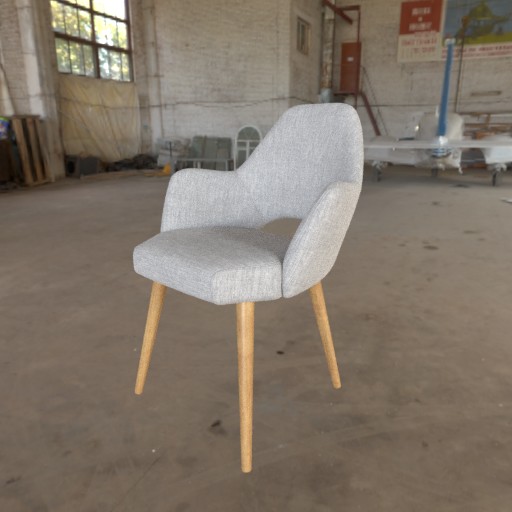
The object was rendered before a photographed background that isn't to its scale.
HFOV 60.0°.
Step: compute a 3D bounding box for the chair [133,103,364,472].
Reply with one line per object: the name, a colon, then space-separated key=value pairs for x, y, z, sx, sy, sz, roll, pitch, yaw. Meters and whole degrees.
chair: x=0.000 y=0.000 z=1.256 sx=0.590 sy=0.840 sz=0.610 roll=15 pitch=21 yaw=42
